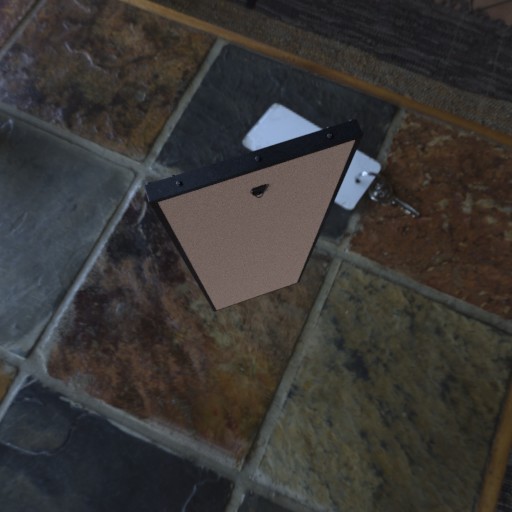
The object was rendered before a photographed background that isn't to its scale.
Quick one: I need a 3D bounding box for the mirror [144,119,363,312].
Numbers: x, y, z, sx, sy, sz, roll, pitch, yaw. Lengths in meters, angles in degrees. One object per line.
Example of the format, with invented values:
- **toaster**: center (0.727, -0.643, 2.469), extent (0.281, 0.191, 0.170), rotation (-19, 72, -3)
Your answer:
- **mirror**: center (0.000, 0.000, 1.200), extent (0.354, 1.080, 0.042), rotation (-19, 75, -5)
